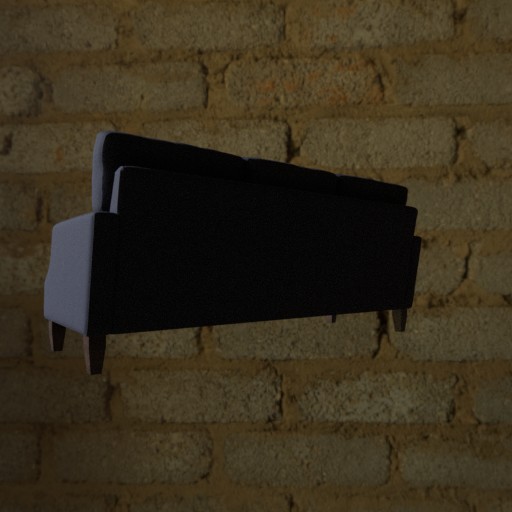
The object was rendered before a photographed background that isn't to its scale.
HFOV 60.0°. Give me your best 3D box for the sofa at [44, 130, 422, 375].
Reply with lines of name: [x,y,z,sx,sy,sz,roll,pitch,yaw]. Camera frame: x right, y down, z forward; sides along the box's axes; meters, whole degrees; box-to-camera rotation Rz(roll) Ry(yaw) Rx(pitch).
sofa: [0.000,0.000,2.583,2.115,0.984,0.888,1,-2,-37]
